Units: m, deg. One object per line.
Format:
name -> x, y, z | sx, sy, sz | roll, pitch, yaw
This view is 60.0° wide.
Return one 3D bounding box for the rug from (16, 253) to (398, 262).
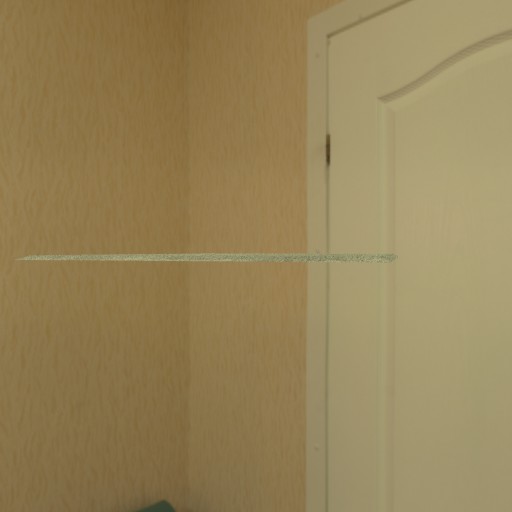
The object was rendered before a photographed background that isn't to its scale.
rug -> 0.000, 0.000, 3.832 | 2.332, 0.027, 2.933 | 0, 1, 18
